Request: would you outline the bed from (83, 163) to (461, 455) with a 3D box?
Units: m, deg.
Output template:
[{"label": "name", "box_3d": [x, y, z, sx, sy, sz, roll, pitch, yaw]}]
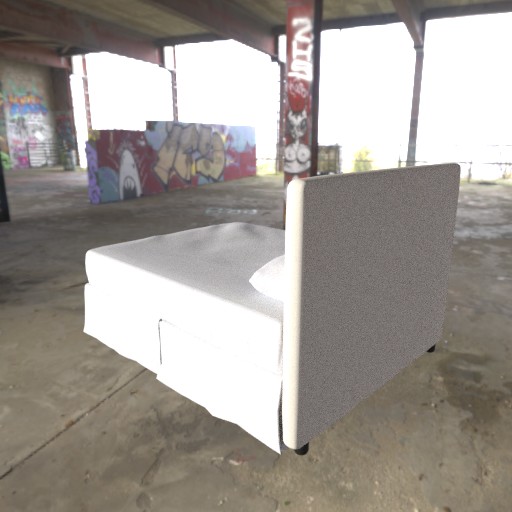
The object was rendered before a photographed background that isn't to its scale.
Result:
[{"label": "bed", "box_3d": [0.000, 0.000, 3.159, 2.142, 1.330, 1.713, 14, 21, 42]}]
